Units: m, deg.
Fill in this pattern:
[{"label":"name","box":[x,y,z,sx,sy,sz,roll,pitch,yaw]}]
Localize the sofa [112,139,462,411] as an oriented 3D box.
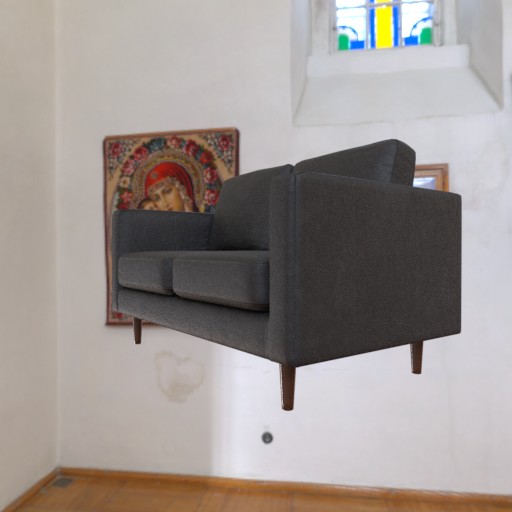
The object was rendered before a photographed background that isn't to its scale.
[{"label":"sofa","box":[0.000,0.000,1.983,0.879,0.899,1.430,0,1,-37]}]
